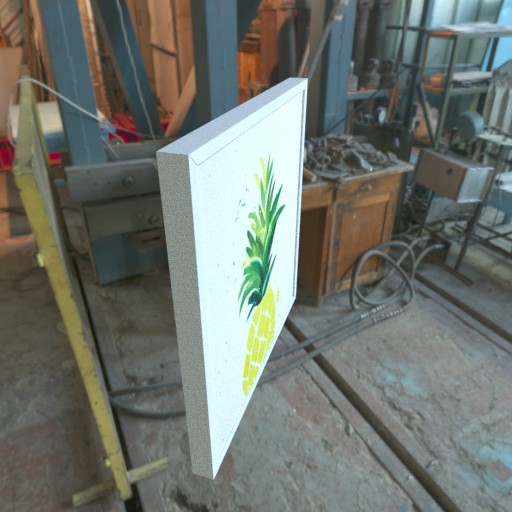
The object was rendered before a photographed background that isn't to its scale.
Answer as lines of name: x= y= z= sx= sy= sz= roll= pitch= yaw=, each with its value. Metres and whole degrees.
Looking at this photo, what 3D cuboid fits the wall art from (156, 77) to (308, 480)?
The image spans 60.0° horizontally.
wall art: x=0.000 y=0.000 z=0.765 sx=0.035 sy=0.507 sz=0.508 roll=10 pitch=31 yaw=16
